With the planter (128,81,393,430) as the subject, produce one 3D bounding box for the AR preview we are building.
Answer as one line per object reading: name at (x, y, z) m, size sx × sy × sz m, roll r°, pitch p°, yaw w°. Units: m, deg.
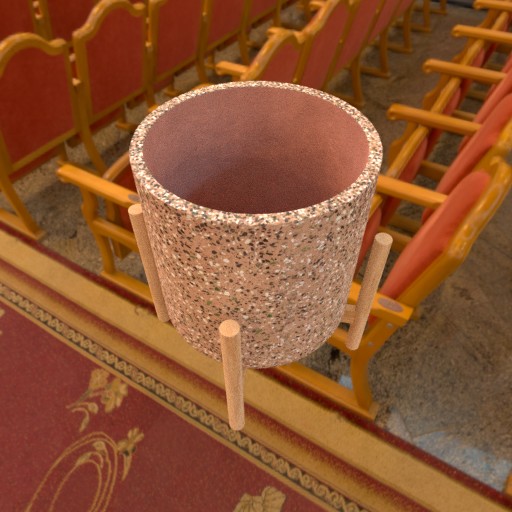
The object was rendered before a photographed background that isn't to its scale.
planter at (0.000, 0.000, 0.692) m, size 0.360 × 0.419 × 0.360 m, roll 25°, pitch 52°, yaw 21°
